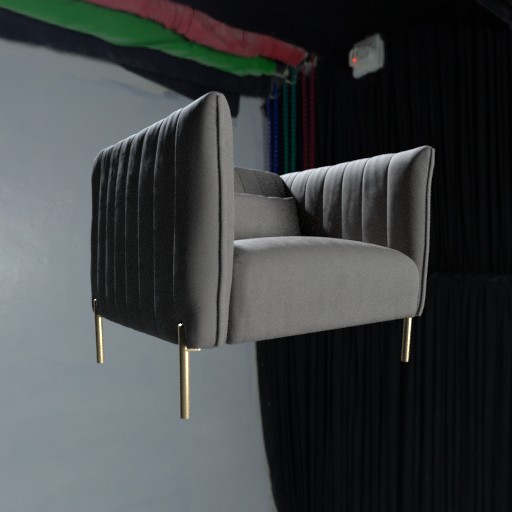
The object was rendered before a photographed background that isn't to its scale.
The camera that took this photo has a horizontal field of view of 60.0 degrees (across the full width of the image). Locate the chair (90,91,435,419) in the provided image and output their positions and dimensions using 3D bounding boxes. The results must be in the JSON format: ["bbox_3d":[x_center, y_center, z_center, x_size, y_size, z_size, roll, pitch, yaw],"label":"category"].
[{"bbox_3d":[0.000,0.000,1.602,0.981,0.779,0.873,-1,1,-37],"label":"chair"}]
